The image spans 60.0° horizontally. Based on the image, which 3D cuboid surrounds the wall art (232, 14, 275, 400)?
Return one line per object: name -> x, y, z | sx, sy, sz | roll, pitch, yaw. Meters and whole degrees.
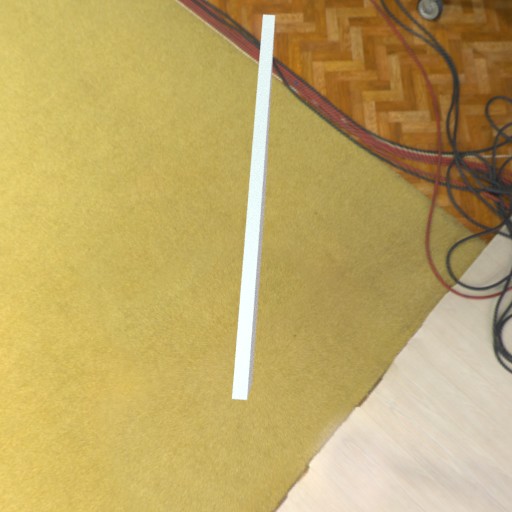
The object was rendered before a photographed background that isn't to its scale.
wall art -> 0.000, 0.000, 0.670 | 0.013, 0.533, 0.381 | 4, 76, 1
